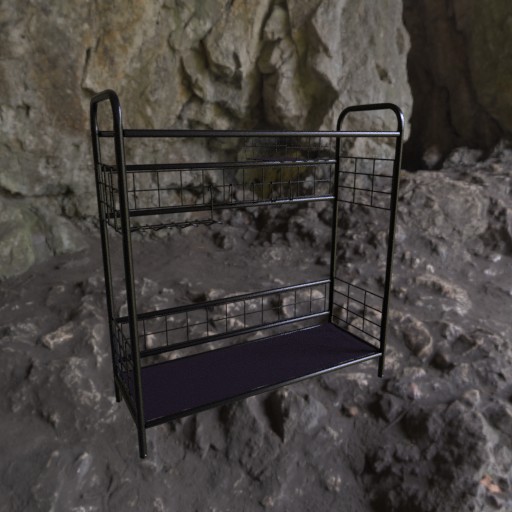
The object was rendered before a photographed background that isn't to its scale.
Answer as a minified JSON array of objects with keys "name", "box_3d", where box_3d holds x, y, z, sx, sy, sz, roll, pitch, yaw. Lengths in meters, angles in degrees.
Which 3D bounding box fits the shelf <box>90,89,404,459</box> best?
[{"name":"shelf","box_3d":[0.000,0.000,1.531,0.961,1.026,0.350,-8,17,-28]}]
